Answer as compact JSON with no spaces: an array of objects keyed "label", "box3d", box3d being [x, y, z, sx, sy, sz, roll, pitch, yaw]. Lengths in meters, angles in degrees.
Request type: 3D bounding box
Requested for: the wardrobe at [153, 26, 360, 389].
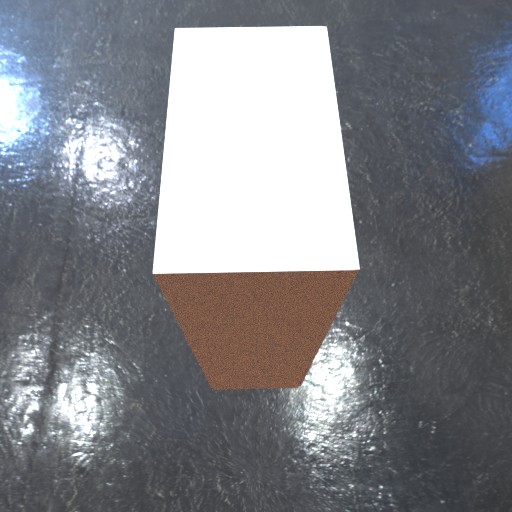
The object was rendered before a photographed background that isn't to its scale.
[{"label":"wardrobe","box3d":[0.000,0.000,2.226,0.577,1.808,0.991,-1,64,-1]}]
